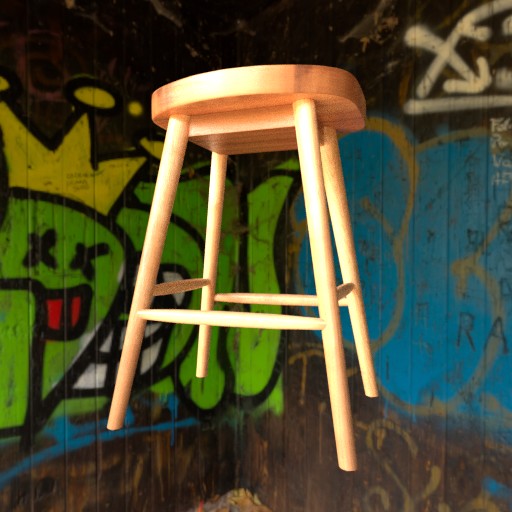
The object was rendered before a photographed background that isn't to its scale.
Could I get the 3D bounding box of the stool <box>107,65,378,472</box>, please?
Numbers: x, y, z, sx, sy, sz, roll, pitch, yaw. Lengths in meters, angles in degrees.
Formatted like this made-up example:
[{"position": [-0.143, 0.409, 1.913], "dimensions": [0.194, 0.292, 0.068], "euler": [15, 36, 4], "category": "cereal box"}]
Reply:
[{"position": [0.000, 0.000, 0.870], "dimensions": [0.440, 0.615, 0.361], "euler": [0, 1, 20], "category": "stool"}]
